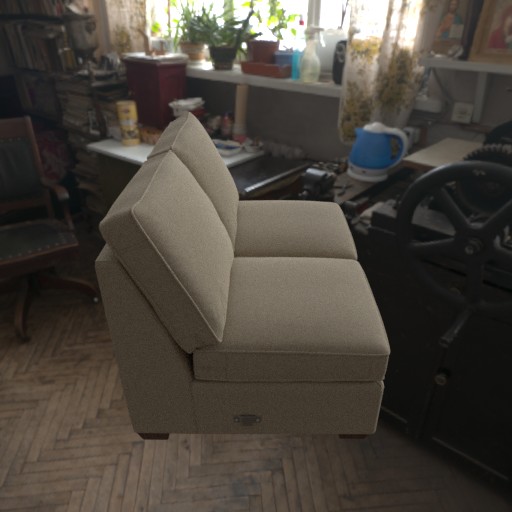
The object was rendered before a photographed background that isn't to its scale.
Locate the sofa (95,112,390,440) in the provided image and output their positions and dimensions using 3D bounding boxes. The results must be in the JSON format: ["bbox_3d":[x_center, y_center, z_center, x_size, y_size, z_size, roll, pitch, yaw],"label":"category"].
[{"bbox_3d":[0.000,0.000,1.997,0.951,1.008,1.237,0,31,1],"label":"sofa"}]
